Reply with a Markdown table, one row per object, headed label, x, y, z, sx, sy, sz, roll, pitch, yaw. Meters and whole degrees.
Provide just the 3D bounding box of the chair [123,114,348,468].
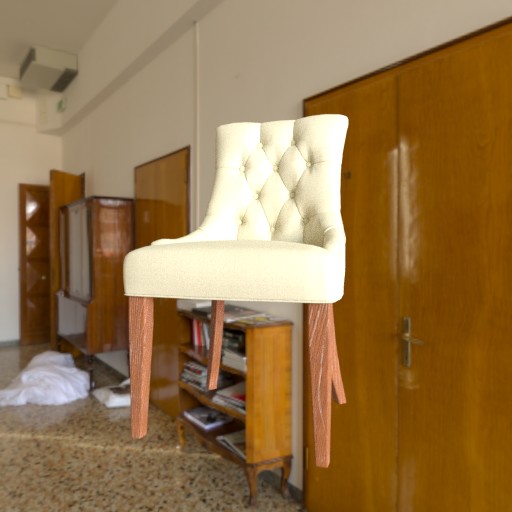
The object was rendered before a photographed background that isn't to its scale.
| label | x | y | z | sx | sy | sz | roll | pitch | yaw |
| --- | --- | --- | --- | --- | --- | --- | --- | --- | --- |
| chair | 0.000 | 0.000 | 1.219 | 0.509 | 0.874 | 0.565 | 0 | 1 | 18 |
